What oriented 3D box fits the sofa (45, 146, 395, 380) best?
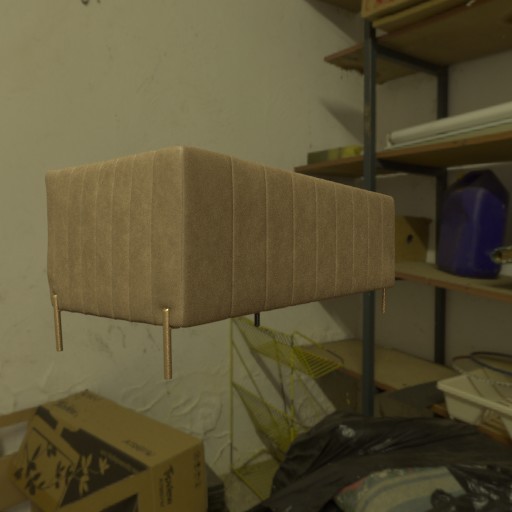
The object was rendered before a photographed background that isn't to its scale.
[{"bbox_3d":[0.000,0.000,2.429,0.876,0.779,1.980,1,1,37],"label":"sofa"}]
